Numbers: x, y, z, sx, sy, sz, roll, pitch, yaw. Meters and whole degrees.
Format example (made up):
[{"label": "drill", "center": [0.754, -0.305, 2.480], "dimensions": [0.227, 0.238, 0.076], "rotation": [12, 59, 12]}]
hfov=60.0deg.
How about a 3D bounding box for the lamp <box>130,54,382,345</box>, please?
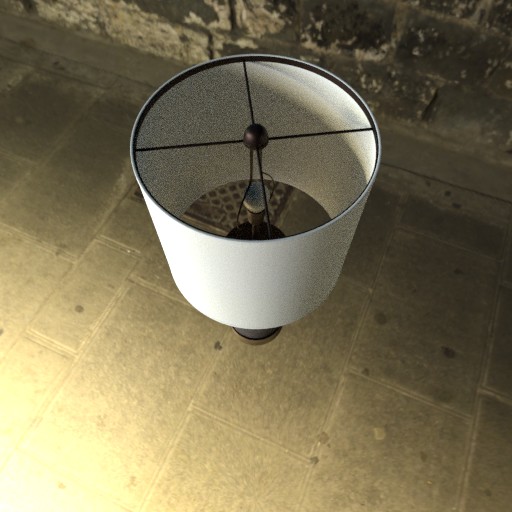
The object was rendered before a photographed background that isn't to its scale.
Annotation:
[{"label": "lamp", "center": [0.000, 0.000, 0.798], "dimensions": [0.301, 0.630, 0.301], "rotation": [35, 67, 17]}]
